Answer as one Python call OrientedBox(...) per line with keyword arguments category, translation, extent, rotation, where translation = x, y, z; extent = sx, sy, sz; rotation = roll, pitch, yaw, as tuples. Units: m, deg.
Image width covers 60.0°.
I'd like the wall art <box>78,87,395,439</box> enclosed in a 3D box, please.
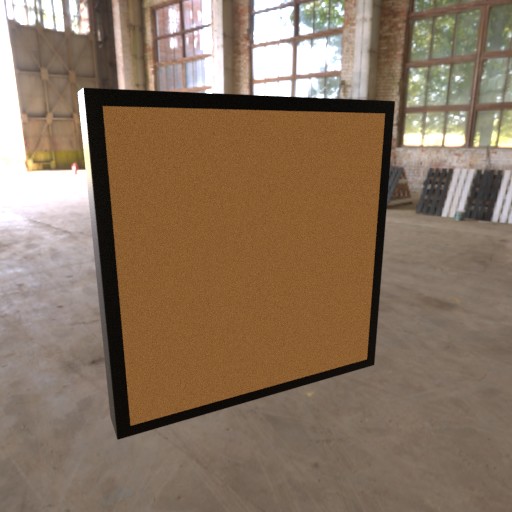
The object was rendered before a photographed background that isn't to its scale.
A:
OrientedBox(category="wall art", translation=(0.000, 0.000, 0.442), extent=(0.299, 0.299, 0.037), rotation=(-8, 17, -26))
